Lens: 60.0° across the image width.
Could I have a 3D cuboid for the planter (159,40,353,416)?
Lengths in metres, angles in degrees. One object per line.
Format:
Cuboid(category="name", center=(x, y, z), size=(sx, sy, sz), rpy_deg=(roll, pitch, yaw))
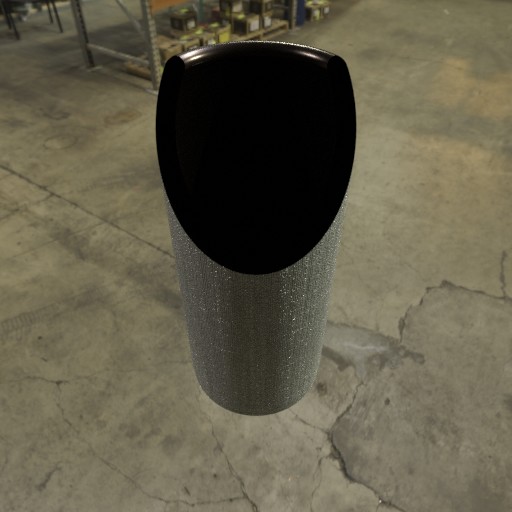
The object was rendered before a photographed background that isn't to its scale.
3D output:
Cuboid(category="planter", center=(0.000, 0.000, 0.127), size=(0.045, 0.103, 0.045), rpy_deg=(25, 48, 25))
